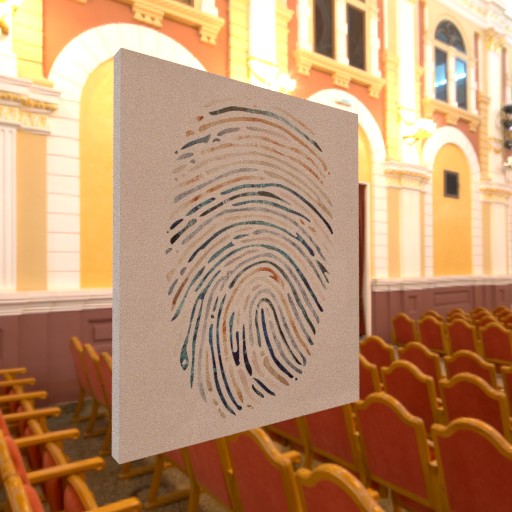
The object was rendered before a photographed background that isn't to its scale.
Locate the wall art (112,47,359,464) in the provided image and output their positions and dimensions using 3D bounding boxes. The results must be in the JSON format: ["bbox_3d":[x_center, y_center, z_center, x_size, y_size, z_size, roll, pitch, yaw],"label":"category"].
[{"bbox_3d":[0.000,0.000,0.804,0.508,0.606,0.037,1,-1,-35],"label":"wall art"}]
